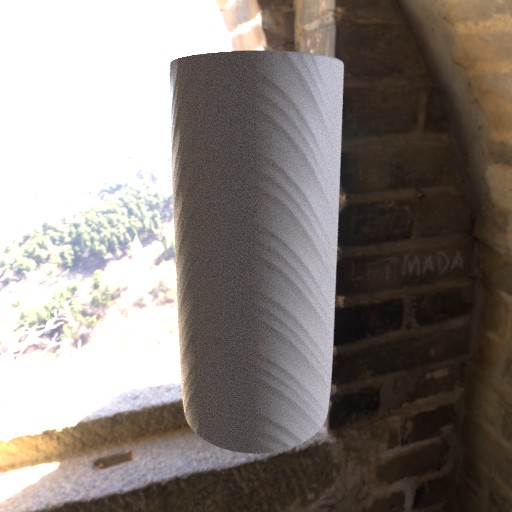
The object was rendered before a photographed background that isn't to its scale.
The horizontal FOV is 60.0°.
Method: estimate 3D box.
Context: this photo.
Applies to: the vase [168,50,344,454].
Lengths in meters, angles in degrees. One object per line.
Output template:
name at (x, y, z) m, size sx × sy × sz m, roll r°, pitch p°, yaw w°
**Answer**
vase at (0.000, 0.000, 0.395) m, size 0.143 × 0.316 × 0.143 m, roll 0°, pitch 16°, yaw 0°
